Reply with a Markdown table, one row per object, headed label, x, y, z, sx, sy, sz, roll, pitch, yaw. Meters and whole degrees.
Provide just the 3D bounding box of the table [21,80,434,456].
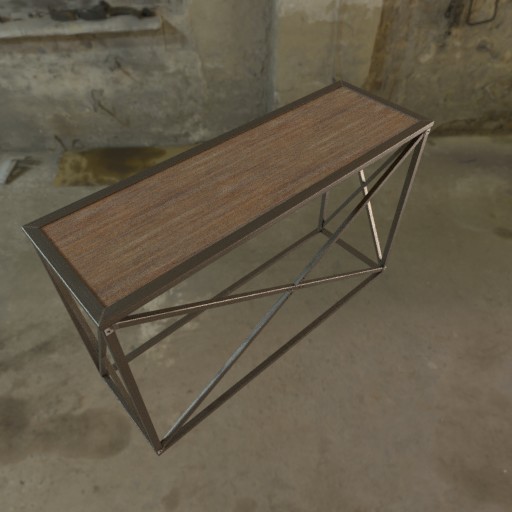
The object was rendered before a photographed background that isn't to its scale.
| label | x | y | z | sx | sy | sz | roll | pitch | yaw |
| --- | --- | --- | --- | --- | --- | --- | --- | --- | --- |
| table | 0.000 | 0.000 | 1.553 | 1.216 | 0.753 | 0.402 | -33 | 55 | -27 |
